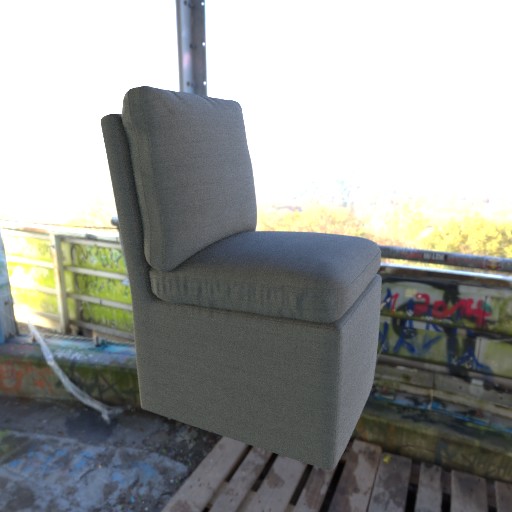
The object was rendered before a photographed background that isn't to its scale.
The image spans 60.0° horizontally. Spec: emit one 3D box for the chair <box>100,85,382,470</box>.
[{"bbox_3d":[0.000,0.000,1.316,0.698,0.927,0.503,7,16,25],"label":"chair"}]
